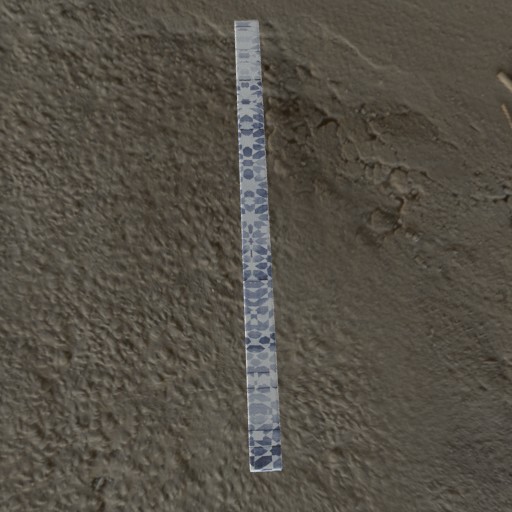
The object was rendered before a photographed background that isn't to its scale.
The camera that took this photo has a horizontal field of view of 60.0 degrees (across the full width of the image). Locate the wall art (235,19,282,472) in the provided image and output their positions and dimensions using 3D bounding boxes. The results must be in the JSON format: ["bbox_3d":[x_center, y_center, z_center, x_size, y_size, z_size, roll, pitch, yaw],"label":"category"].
[{"bbox_3d":[0.000,0.000,1.139,0.057,0.608,0.911,-2,74,-1],"label":"wall art"}]
